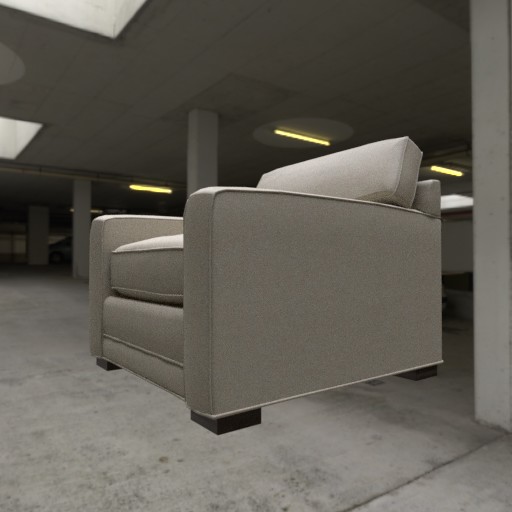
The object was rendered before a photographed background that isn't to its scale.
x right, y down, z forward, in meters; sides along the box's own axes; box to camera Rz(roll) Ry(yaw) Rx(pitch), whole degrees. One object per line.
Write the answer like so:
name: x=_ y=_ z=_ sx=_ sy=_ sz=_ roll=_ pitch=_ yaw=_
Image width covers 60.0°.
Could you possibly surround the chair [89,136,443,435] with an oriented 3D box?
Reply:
chair: x=0.000 y=0.000 z=1.774 sx=1.043 sy=0.913 sz=0.998 roll=1 pitch=-1 yaw=-37
